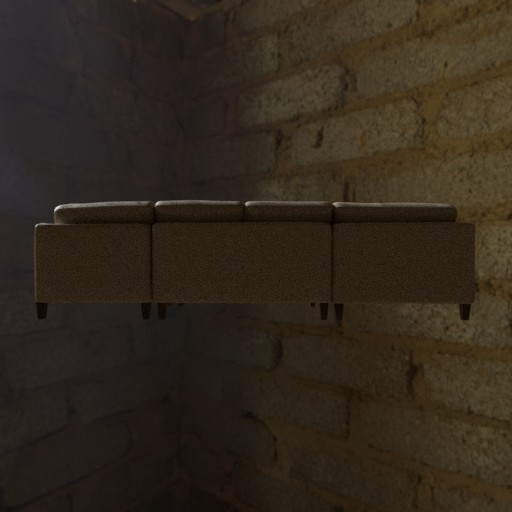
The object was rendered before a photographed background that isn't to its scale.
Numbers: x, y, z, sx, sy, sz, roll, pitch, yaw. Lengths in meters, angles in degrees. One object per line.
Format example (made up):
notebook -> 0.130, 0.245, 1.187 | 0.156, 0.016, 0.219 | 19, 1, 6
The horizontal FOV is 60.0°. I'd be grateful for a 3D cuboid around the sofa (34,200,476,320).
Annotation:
sofa -> 0.000, 0.000, 4.687 | 3.460, 0.959, 2.593 | 0, 1, 1
